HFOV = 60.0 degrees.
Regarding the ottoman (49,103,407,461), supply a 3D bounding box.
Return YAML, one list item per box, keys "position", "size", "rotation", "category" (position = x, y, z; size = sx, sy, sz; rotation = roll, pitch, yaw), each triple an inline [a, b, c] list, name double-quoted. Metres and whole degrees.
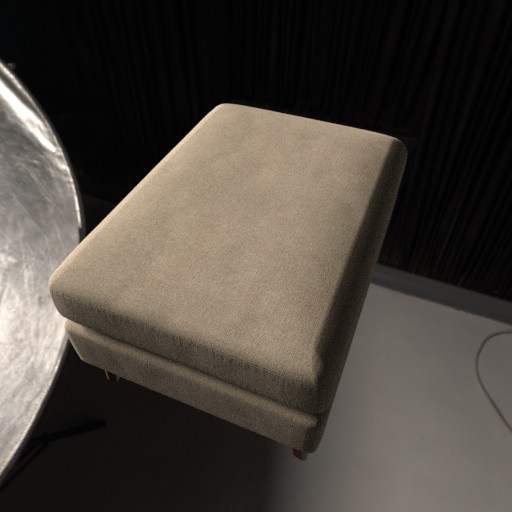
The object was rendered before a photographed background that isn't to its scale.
- position: [0.000, 0.000, 1.196]
  size: [0.610, 0.478, 0.823]
  rotation: [17, 48, 15]
  category: "ottoman"
